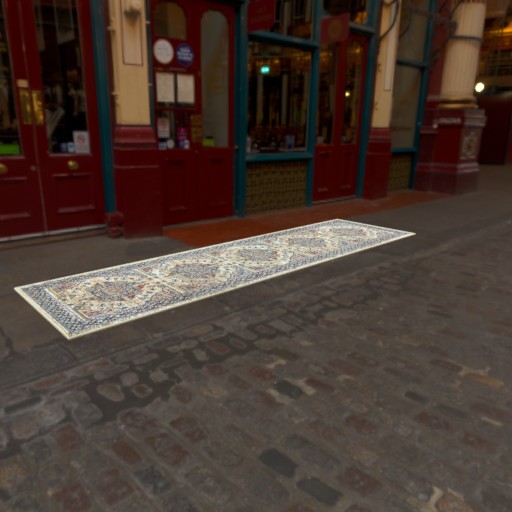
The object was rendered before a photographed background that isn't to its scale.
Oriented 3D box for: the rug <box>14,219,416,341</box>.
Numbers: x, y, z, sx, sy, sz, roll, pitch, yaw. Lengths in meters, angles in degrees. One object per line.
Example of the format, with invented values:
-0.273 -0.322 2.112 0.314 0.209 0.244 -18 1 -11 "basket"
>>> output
0.000 0.000 2.470 2.297 0.013 0.661 -14 21 -40 "rug"
